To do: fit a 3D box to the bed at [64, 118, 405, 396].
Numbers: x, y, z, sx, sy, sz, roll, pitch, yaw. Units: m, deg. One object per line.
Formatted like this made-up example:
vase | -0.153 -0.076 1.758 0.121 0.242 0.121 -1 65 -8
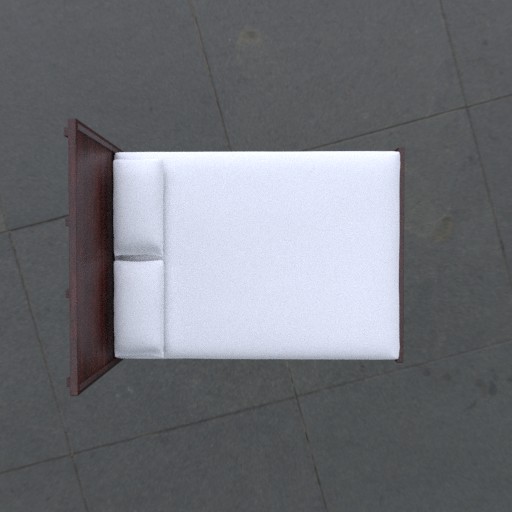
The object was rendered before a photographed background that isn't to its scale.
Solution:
bed | 0.000 0.000 3.977 2.803 1.492 2.040 0 91 1
